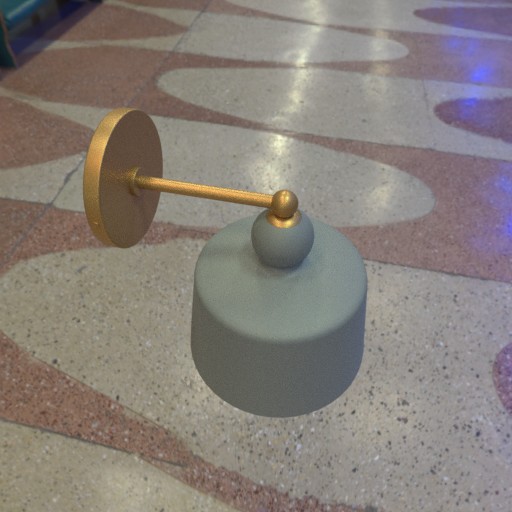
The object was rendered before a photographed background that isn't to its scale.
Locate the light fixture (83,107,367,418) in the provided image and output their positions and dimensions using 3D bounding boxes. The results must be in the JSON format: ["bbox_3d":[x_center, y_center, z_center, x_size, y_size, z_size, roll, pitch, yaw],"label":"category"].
[{"bbox_3d":[0.000,0.000,0.437,0.254,0.268,0.204,10,47,9],"label":"light fixture"}]
